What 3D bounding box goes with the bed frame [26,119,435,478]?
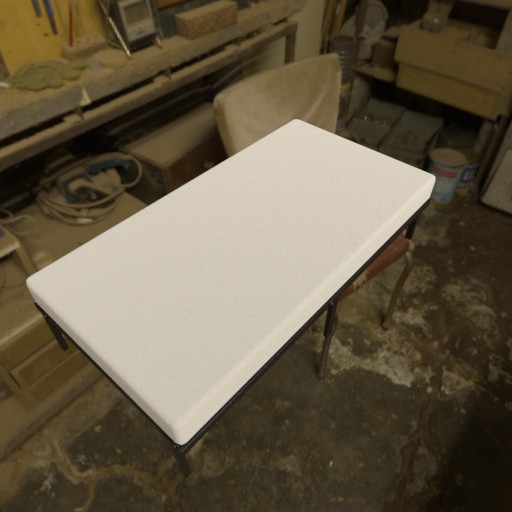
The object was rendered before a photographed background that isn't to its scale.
[{"bbox_3d":[0.000,0.000,3.216,1.393,0.680,2.635,32,53,28],"label":"bed frame"}]
